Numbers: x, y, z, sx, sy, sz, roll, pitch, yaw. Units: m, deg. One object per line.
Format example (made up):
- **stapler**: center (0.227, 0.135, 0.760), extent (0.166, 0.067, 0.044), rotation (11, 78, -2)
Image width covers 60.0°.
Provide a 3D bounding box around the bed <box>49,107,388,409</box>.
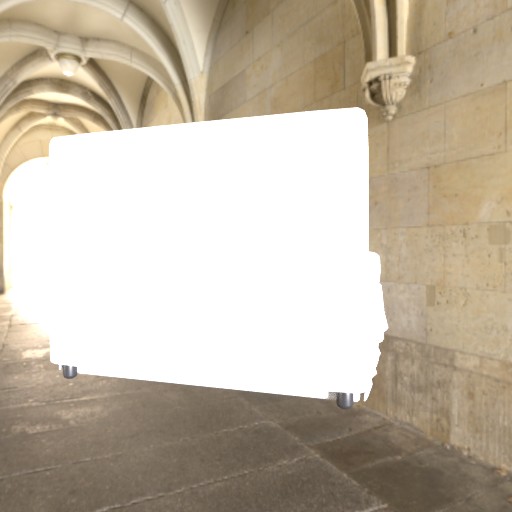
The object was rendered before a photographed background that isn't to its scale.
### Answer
- **bed**: center (0.000, 0.000, 3.150), extent (1.748, 1.330, 2.142), rotation (0, 1, 18)
